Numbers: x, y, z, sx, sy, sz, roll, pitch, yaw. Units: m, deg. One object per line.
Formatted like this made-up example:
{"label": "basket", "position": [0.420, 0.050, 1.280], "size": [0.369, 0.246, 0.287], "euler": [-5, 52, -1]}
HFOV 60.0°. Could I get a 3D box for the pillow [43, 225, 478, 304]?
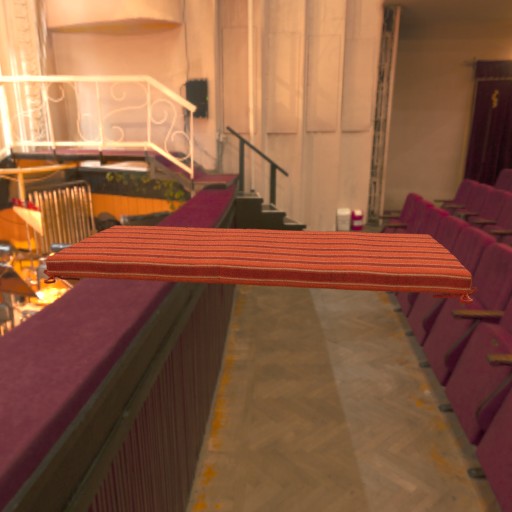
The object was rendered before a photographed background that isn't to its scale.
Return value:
{"label": "pillow", "position": [0.000, 0.000, 1.369], "size": [1.187, 0.081, 0.492], "euler": [2, 16, 7]}
